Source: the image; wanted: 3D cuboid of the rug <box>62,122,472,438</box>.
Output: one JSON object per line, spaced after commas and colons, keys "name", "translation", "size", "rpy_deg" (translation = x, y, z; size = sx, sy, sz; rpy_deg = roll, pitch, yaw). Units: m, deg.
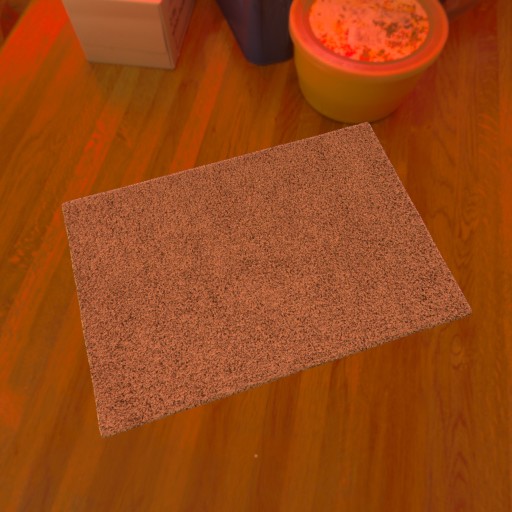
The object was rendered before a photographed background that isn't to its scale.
{"name": "rug", "translation": [0.000, 0.000, 2.238], "size": [1.778, 0.030, 1.219], "rpy_deg": [-17, 67, -7]}
